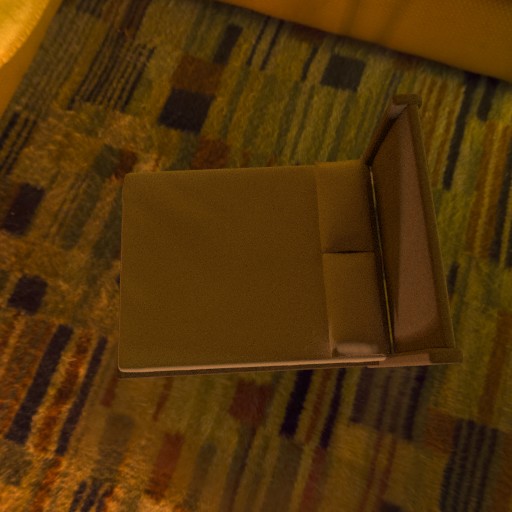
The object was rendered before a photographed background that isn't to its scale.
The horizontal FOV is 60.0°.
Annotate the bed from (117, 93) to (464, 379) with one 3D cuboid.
[{"bbox_3d":[0.000,0.000,3.356,2.245,1.481,1.714,-2,75,-1],"label":"bed"}]
